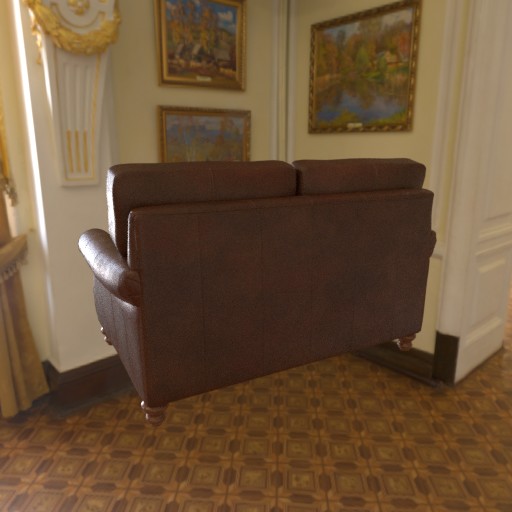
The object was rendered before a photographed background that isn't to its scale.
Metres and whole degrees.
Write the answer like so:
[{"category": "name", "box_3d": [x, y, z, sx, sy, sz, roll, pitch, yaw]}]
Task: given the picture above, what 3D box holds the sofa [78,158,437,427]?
[{"category": "sofa", "box_3d": [0.000, 0.000, 2.254, 1.616, 0.976, 0.990, -8, 16, -28]}]
